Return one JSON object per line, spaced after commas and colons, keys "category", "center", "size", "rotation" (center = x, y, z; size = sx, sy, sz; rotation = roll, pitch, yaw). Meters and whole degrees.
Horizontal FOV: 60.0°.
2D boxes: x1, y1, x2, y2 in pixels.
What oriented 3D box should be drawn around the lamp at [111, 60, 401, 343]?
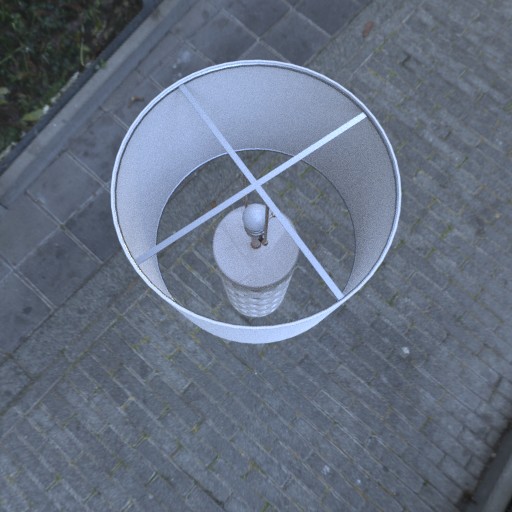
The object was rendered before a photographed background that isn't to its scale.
{"category": "lamp", "center": [0.000, 0.000, 0.805], "size": [0.324, 0.636, 0.325], "rotation": [-34, 78, -8]}
